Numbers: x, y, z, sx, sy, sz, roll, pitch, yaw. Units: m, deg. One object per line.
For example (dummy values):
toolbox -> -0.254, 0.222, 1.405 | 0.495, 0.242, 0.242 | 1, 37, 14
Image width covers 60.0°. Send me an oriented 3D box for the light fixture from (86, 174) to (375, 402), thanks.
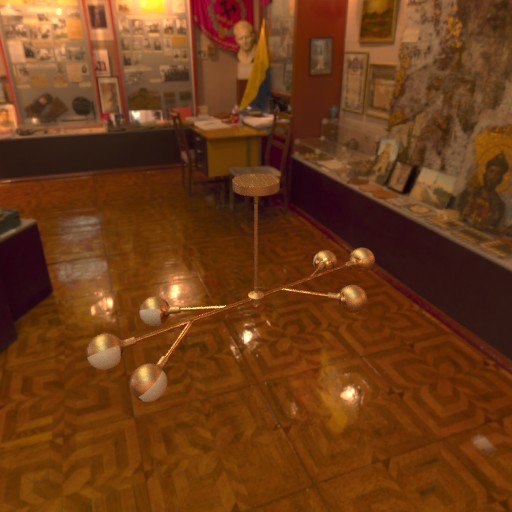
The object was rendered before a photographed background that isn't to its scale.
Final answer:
light fixture -> 0.000, 0.000, 1.030 | 0.778, 0.362, 0.434 | -8, 27, -17
